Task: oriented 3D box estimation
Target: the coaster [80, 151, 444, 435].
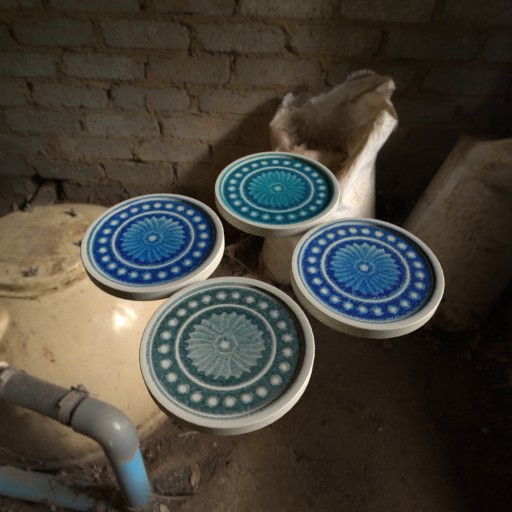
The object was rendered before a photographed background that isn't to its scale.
[{"bbox_3d":[0.000,0.000,0.333,0.224,0.010,0.220,-25,51,-22],"label":"coaster"}]
